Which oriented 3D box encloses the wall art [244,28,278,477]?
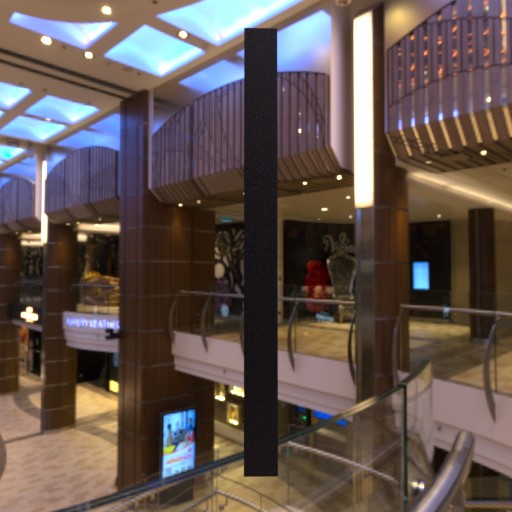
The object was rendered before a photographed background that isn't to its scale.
[{"bbox_3d":[0.000,0.000,0.755,0.038,0.508,0.508,0,-2,-1],"label":"wall art"}]
